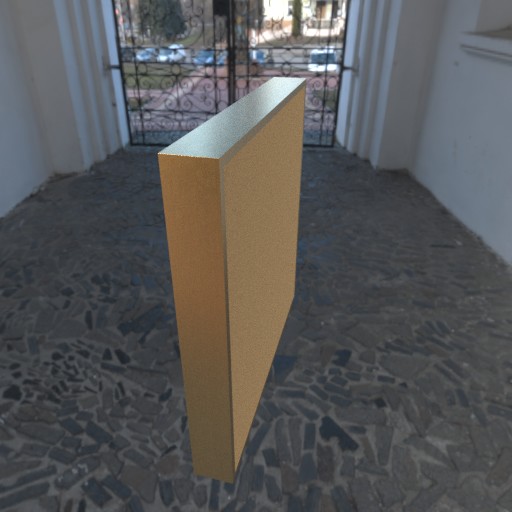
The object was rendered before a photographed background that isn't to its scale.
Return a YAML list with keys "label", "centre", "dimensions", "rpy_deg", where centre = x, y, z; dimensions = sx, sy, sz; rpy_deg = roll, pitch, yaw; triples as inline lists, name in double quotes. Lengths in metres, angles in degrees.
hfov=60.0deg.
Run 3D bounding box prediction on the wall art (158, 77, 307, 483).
- label: "wall art"
  centre: [0.000, 0.000, 0.460]
  dimensions: [0.038, 0.304, 0.304]
  rpy_deg: [8, 31, 13]
